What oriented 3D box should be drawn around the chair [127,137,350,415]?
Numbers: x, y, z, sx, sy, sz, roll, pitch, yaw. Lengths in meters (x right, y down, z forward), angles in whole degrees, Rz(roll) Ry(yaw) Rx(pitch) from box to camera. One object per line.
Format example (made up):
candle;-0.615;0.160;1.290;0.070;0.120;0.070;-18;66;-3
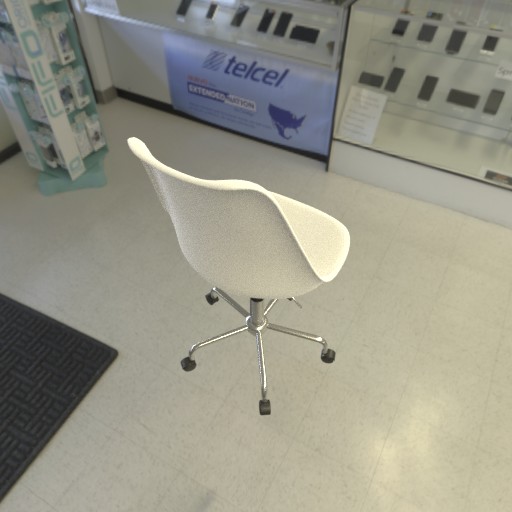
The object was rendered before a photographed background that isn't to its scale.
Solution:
chair;0.000;0.000;1.272;0.550;0.930;0.550;24;51;21
